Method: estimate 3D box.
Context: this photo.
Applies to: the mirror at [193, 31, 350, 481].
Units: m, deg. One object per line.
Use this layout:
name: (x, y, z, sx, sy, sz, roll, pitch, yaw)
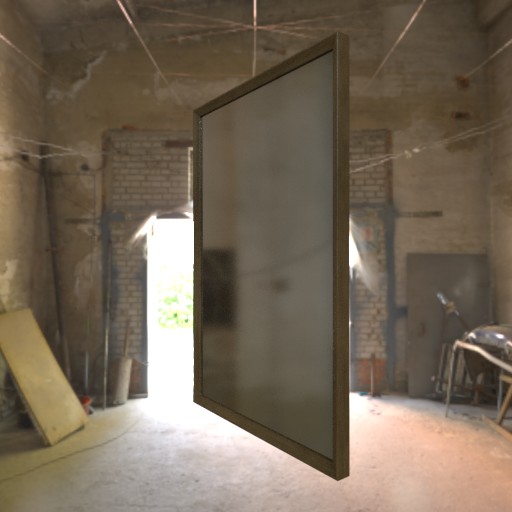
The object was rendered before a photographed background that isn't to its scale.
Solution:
mirror: (0.000, 0.000, 1.155, 0.041, 0.915, 0.609, 0, 0, -37)
